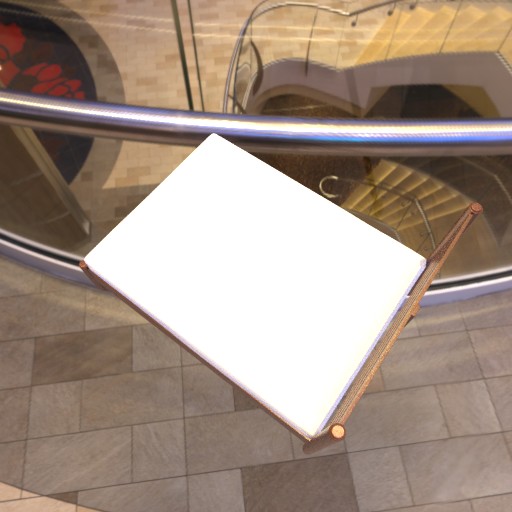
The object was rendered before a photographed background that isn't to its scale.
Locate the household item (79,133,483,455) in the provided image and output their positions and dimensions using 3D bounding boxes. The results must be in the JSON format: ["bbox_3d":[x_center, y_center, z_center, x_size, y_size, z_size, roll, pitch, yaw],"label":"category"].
[{"bbox_3d":[0.000,0.000,3.286,2.232,1.356,1.663,34,68,16],"label":"household item"}]
